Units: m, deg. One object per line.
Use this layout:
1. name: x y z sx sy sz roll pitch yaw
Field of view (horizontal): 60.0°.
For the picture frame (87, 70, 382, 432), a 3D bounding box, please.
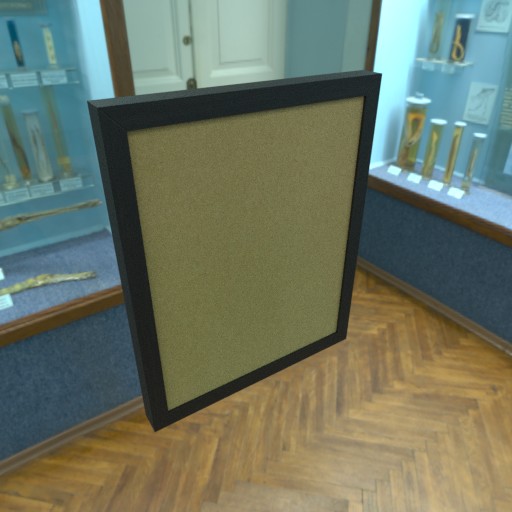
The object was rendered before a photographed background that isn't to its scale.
1. picture frame: 0.000 0.000 0.761 0.452 0.555 0.044 -18 35 -28
